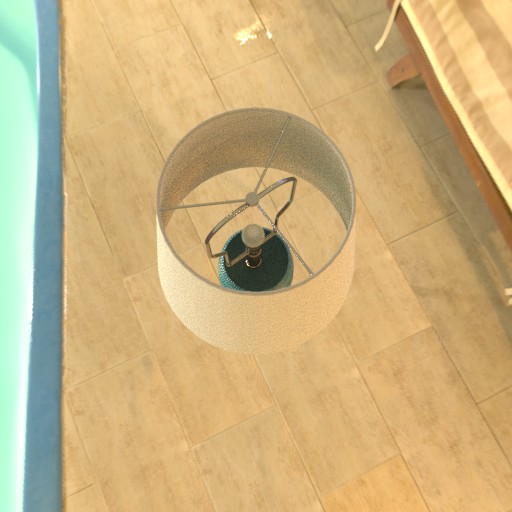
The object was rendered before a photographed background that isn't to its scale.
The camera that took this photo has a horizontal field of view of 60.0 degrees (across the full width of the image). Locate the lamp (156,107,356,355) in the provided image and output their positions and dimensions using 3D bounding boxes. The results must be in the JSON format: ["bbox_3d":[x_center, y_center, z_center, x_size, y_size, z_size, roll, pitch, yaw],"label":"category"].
[{"bbox_3d":[0.000,0.000,0.809,0.355,0.582,0.355,0,76,0],"label":"lamp"}]
